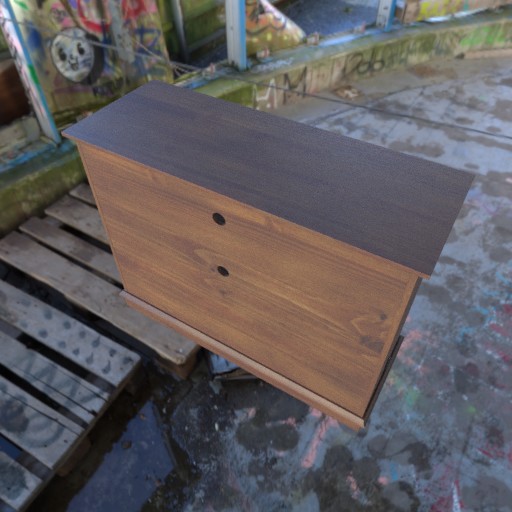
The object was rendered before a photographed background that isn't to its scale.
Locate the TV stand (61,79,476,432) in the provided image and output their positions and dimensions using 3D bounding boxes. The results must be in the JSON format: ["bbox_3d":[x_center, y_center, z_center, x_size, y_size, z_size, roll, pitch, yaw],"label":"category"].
[{"bbox_3d":[0.000,0.000,1.496,1.067,0.813,0.406,24,50,21],"label":"TV stand"}]
